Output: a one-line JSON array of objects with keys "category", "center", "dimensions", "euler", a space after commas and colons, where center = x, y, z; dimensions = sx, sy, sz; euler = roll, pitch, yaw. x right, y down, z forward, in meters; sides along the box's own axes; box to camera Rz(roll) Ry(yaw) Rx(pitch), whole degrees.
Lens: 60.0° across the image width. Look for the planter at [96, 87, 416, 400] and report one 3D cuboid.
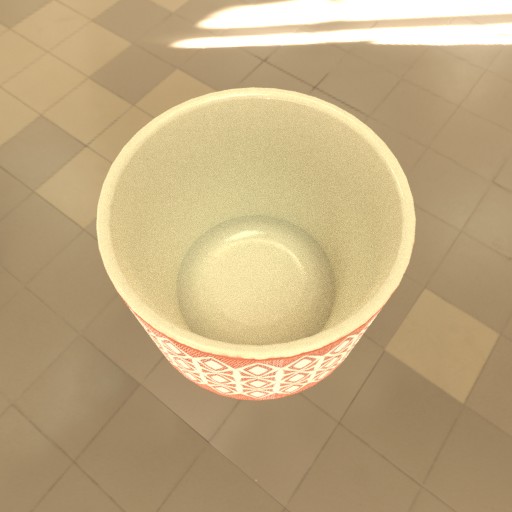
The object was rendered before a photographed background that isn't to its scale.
[{"category": "planter", "center": [0.000, 0.000, 0.334], "dimensions": [0.192, 0.148, 0.192], "euler": [0, 63, 0]}]
